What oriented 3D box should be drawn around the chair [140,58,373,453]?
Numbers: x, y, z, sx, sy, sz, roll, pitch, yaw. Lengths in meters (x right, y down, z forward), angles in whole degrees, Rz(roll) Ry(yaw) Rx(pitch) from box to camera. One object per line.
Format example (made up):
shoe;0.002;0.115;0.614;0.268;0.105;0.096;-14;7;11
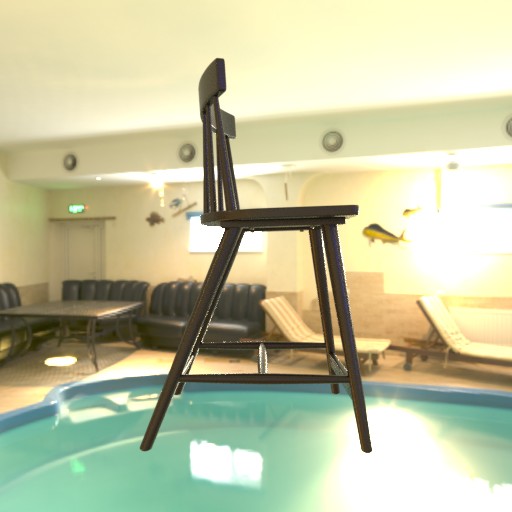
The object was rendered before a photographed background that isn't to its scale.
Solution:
chair;0.000;0.000;1.295;0.572;0.952;0.483;0;1;0
